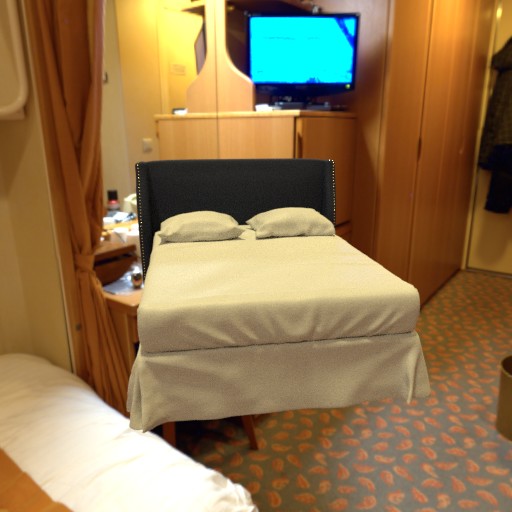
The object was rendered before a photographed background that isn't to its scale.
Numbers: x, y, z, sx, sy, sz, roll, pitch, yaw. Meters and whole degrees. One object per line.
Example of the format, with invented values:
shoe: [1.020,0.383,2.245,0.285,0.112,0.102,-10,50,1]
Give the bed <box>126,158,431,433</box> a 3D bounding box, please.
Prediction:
bed: [0.000,0.000,3.425,1.925,1.332,2.276,-3,16,-9]
